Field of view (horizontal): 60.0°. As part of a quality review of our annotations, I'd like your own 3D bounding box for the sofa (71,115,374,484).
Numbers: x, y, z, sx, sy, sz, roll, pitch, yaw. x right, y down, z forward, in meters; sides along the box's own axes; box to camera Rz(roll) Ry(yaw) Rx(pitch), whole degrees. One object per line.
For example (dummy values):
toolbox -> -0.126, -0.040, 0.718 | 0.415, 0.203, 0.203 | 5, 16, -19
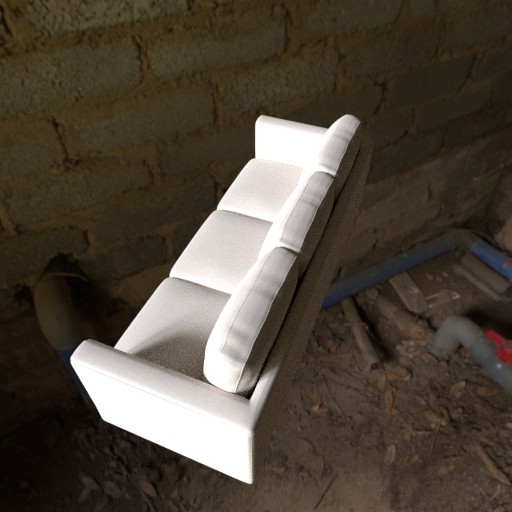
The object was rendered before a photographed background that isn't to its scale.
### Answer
sofa -> 0.000, 0.000, 2.428 | 0.802, 0.912, 2.029 | 16, 49, 15
